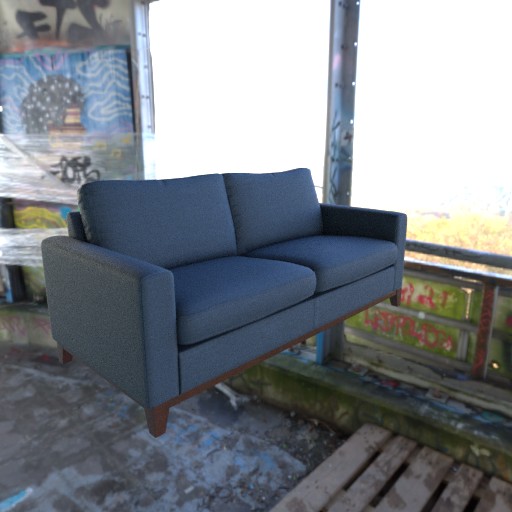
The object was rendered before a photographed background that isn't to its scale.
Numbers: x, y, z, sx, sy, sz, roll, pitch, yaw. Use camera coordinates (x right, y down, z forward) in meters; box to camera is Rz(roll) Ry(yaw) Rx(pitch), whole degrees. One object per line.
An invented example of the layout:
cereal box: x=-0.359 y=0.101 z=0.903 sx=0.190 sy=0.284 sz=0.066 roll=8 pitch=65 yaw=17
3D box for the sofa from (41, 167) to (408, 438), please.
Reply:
sofa: x=0.000 y=0.000 z=2.398 sx=0.877 sy=0.865 sz=1.900 roll=14 pitch=20 yaw=42
